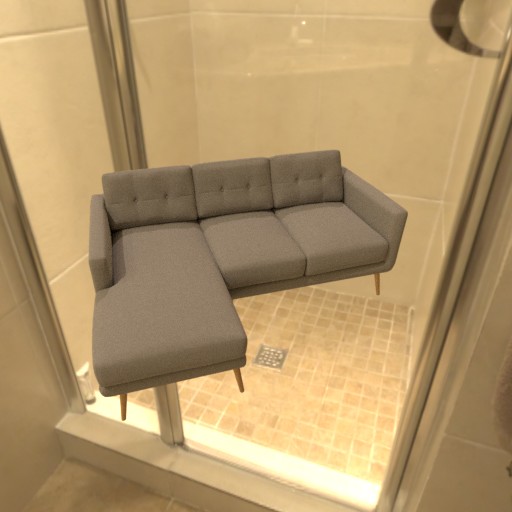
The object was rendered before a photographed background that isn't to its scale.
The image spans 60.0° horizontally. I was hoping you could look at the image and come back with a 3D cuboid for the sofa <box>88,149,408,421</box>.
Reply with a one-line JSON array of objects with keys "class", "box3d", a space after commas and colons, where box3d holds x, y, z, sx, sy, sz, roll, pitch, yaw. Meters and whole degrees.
[{"class": "sofa", "box3d": [0.000, 0.000, 2.894, 2.040, 0.860, 1.530, -9, 33, -14]}]
